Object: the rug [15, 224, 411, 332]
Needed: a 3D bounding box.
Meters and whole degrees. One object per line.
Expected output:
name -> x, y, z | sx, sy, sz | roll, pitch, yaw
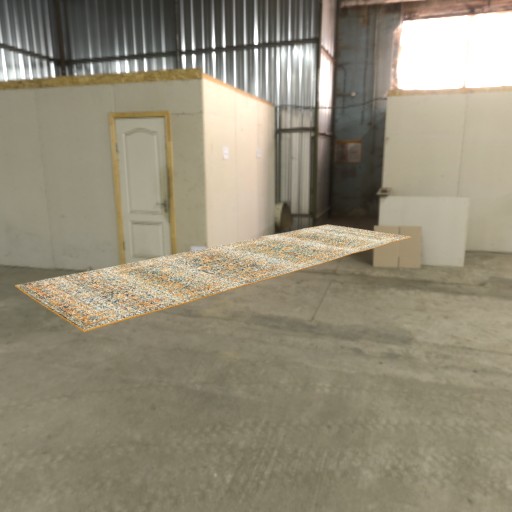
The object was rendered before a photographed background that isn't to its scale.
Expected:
rug -> 0.000, 0.000, 2.489 | 2.294, 0.014, 0.704 | -13, 19, -43
